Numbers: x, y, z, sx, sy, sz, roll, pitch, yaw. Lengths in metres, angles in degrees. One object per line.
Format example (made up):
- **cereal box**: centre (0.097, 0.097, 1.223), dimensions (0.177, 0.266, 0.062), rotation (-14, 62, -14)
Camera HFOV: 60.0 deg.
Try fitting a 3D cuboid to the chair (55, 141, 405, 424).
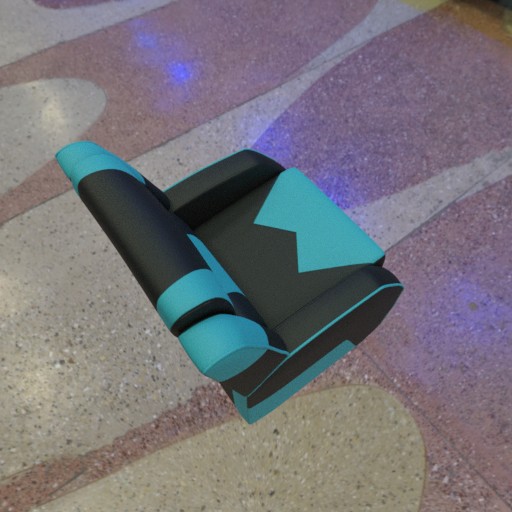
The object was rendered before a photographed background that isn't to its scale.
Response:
- **chair**: centre (0.000, 0.000, 1.256), dimensions (0.672, 0.805, 0.620), rotation (-32, 64, -18)
